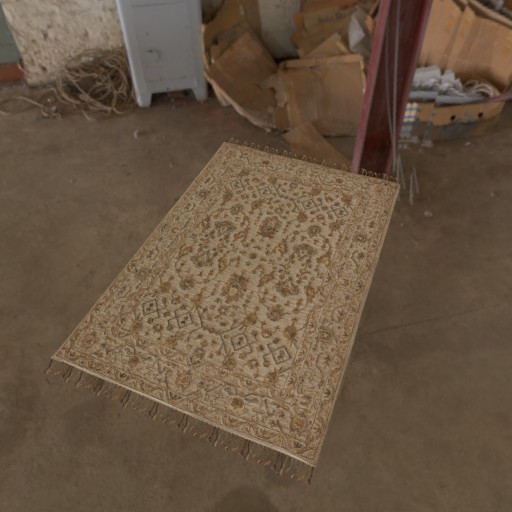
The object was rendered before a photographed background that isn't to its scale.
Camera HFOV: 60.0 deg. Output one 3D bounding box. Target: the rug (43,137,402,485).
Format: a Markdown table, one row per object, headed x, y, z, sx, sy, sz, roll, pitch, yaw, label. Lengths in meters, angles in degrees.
| x | y | z | sx | sy | sz | roll | pitch | yaw | label |
| --- | --- | --- | --- | --- | --- | --- | --- | --- | --- |
| 0.000 | 0.000 | 2.958 | 1.529 | 0.027 | 2.434 | 17 | 50 | 15 | rug |
